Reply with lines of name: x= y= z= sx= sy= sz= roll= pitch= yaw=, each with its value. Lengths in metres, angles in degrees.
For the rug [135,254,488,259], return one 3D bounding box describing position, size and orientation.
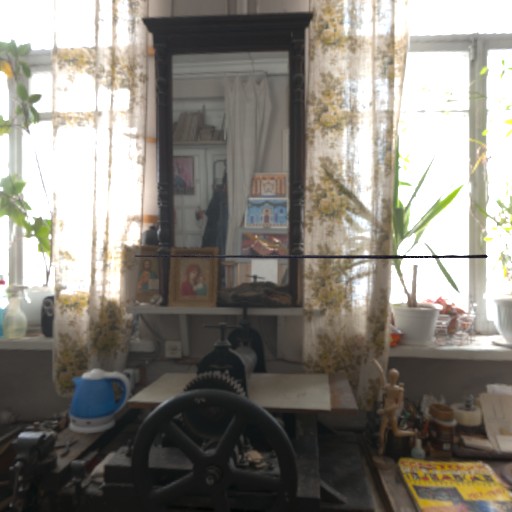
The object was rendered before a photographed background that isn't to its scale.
rug: x=0.000 y=0.000 z=2.467 sx=0.602 sy=0.016 sz=2.283 roll=0 pitch=0 yaw=-34
